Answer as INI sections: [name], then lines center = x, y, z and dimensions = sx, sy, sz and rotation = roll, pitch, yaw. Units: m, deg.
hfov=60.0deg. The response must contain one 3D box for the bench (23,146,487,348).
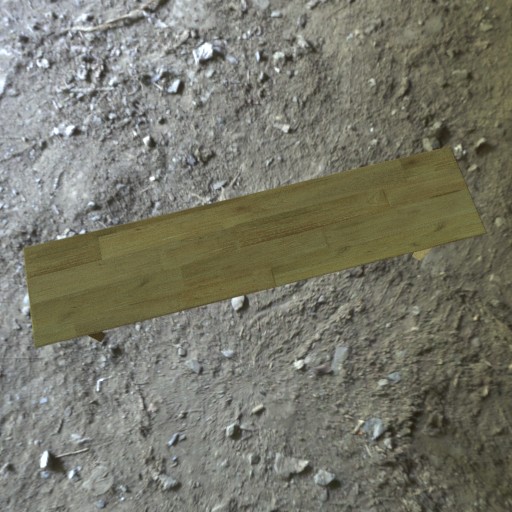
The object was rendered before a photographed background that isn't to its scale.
[bench]
center = 0.000, 0.000, 1.866
dimensions = 1.698, 0.431, 0.378
rotation = -14, 75, -4
